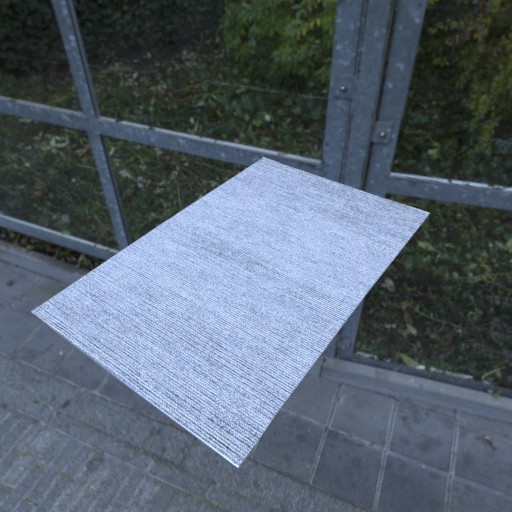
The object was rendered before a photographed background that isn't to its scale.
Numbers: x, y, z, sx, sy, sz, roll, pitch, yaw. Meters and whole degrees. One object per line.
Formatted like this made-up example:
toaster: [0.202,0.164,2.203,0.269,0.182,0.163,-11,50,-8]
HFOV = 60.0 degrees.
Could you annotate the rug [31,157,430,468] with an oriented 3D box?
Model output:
rug: [0.000,0.000,2.238,1.159,0.021,1.789,25,46,27]
